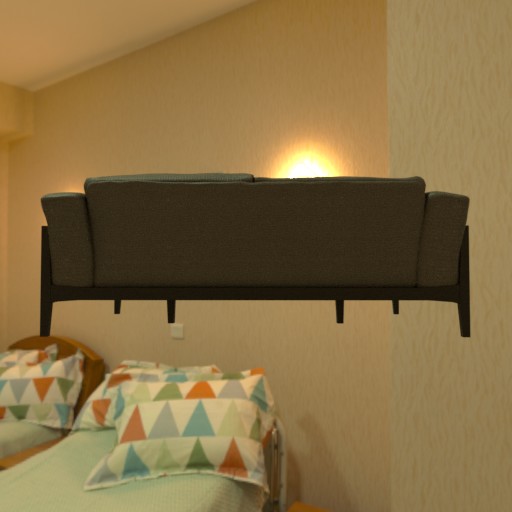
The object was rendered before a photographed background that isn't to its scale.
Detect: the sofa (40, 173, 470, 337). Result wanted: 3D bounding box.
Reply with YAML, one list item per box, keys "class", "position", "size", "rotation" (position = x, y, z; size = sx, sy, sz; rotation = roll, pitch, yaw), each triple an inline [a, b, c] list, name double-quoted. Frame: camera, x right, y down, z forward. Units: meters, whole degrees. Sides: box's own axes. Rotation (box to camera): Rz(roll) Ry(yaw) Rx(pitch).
- class: "sofa"
  position: [0.000, 0.000, 2.170]
  size: [1.690, 0.656, 0.960]
  rotation: [0, -2, 1]
